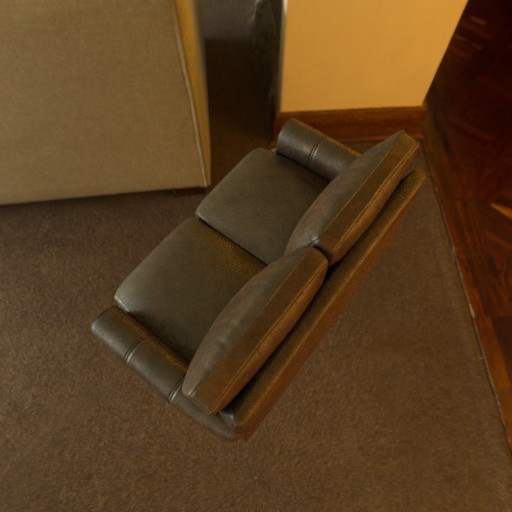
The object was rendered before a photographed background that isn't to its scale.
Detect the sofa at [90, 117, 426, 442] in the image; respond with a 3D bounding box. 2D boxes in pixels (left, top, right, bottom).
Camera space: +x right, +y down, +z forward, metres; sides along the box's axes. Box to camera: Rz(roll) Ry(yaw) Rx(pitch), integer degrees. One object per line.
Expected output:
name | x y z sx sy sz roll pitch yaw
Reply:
sofa | 0.000 0.000 2.275 0.990 0.976 1.616 34 68 16
